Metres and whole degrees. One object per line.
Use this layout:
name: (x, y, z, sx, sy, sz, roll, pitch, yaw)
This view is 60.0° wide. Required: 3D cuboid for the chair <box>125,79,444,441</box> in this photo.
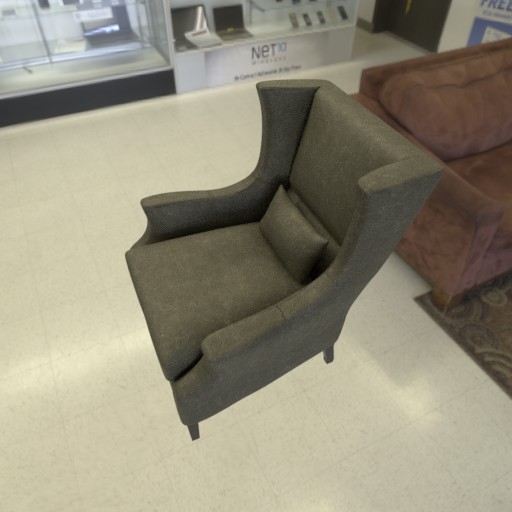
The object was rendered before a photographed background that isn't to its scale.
chair: (0.000, 0.000, 1.709, 0.926, 1.016, 0.853, -17, 48, -17)
